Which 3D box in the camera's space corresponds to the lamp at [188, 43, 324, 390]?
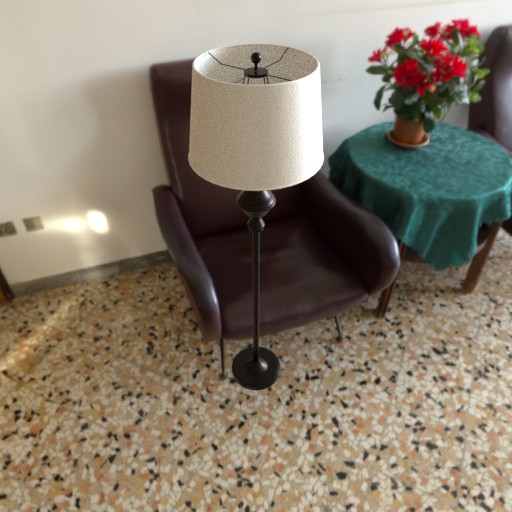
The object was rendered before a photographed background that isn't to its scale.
[{"bbox_3d":[0.000,0.000,1.704,0.431,1.484,0.431,0,41,0],"label":"lamp"}]
